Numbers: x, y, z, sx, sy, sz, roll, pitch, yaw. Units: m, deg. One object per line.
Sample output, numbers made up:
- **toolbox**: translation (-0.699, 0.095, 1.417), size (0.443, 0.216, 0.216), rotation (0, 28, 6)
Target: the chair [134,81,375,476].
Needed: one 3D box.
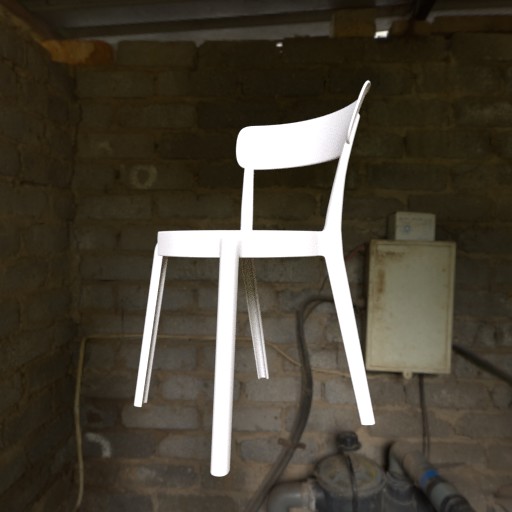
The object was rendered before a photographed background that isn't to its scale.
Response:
- **chair**: translation (0.000, 0.000, 1.119), size (0.491, 0.790, 0.506), rotation (-1, 2, -35)
